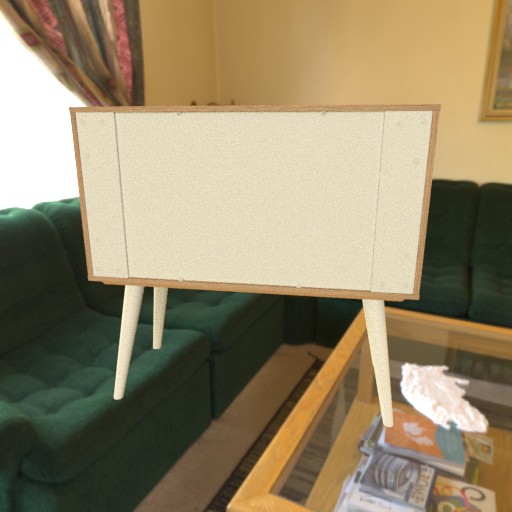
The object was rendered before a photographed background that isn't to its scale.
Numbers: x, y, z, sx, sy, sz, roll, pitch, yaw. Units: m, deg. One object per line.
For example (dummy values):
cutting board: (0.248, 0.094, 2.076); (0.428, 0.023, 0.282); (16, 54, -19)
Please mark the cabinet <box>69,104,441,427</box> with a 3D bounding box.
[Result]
cabinet: (0.000, 0.000, 1.607); (1.057, 1.016, 0.470); (3, 17, 9)
